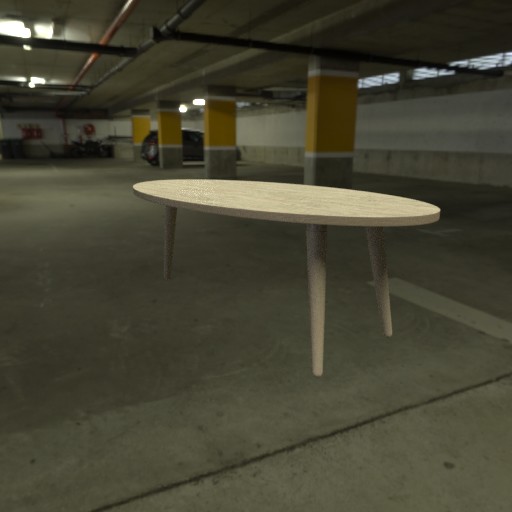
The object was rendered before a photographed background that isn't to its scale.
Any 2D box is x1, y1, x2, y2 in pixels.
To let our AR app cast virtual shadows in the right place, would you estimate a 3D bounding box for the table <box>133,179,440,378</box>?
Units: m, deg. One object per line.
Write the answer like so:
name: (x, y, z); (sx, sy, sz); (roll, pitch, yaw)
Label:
table: (0.000, 0.000, 1.360); (0.542, 0.390, 1.083); (-14, 20, -42)
